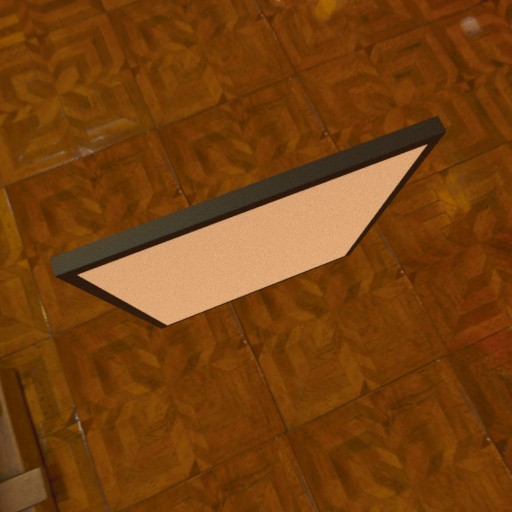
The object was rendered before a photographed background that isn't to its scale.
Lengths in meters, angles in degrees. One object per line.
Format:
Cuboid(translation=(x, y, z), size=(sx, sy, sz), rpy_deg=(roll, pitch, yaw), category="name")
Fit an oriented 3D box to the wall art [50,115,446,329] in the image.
Cuboid(translation=(0.000, 0.000, 0.700), size=(0.430, 0.509, 0.021), rpy_deg=(-21, 76, -5), category="wall art")
